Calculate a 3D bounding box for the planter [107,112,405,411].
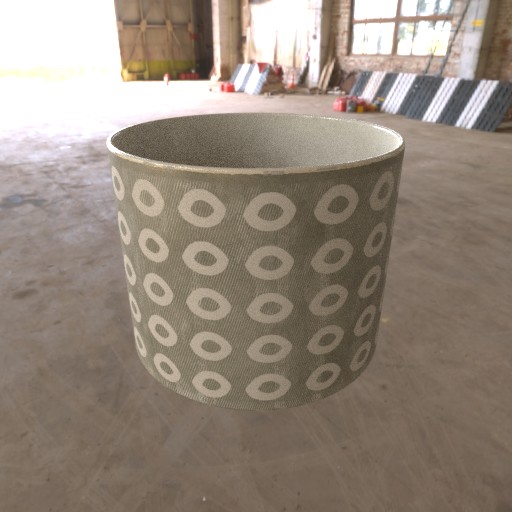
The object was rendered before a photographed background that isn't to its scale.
[{"bbox_3d":[0.000,0.000,0.438,0.250,0.239,0.250,0,26,0],"label":"planter"}]
